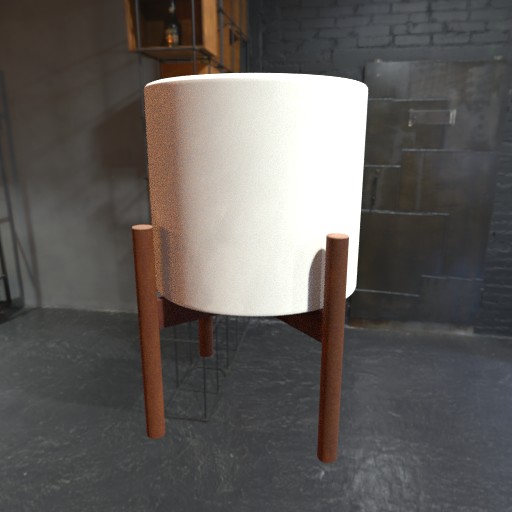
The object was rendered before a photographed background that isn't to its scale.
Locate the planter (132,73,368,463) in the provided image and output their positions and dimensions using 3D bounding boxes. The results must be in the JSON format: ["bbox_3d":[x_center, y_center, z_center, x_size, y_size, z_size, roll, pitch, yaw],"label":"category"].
[{"bbox_3d":[0.000,0.000,0.501,0.224,0.358,0.224,3,15,11],"label":"planter"}]
